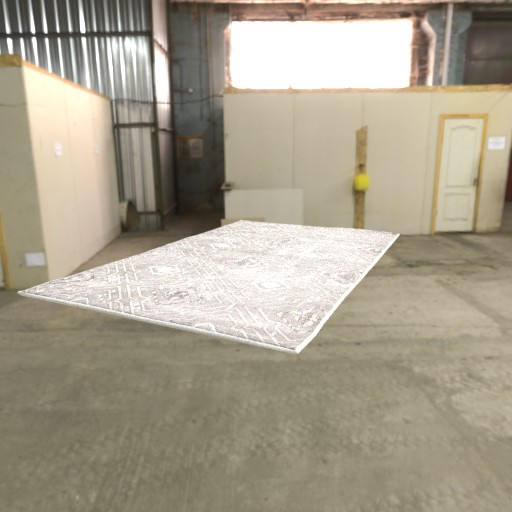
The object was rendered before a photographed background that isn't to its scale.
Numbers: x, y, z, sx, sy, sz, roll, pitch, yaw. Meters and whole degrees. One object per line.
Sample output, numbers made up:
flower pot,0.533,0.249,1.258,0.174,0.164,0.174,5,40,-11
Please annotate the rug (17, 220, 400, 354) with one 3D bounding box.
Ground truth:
rug,0.000,0.000,3.009,1.537,0.036,2.447,7,16,25
